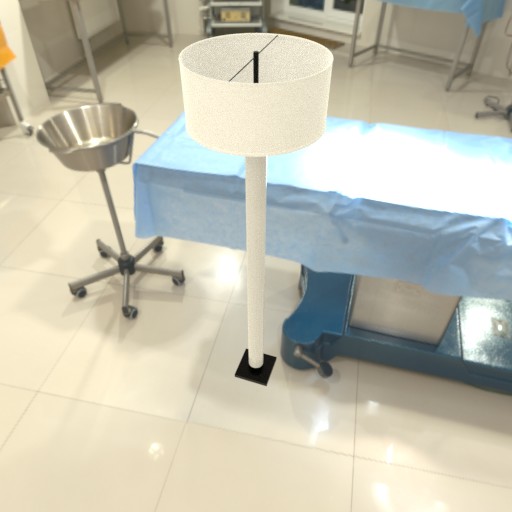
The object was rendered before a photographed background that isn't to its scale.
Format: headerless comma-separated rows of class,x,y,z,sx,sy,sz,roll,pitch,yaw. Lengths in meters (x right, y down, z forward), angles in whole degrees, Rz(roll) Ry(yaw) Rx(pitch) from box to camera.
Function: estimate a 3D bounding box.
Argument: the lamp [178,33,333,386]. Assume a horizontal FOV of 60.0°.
lamp,0.000,0.000,1.686,0.420,1.475,0.420,13,43,14
